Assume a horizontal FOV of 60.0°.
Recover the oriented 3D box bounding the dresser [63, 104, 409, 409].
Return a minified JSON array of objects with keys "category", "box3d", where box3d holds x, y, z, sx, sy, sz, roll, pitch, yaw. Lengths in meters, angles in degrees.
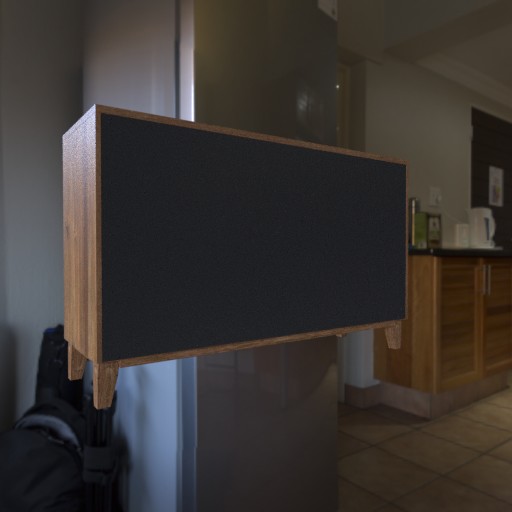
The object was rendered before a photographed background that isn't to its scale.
[{"category":"dresser","box3d":[0.000,0.000,1.826,1.400,0.873,0.446,-1,1,-35]}]
